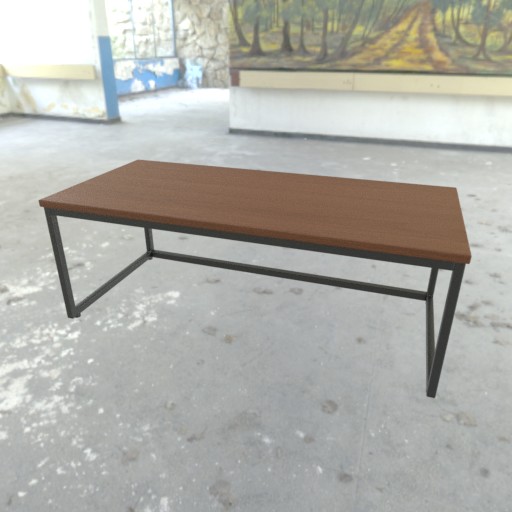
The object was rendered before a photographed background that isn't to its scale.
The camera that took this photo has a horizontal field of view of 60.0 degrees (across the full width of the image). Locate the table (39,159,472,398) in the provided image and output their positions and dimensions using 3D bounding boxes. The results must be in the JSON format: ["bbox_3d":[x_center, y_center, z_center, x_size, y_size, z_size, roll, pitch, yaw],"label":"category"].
[{"bbox_3d":[0.000,0.000,1.362,1.100,0.400,0.500,8,27,17],"label":"table"}]
